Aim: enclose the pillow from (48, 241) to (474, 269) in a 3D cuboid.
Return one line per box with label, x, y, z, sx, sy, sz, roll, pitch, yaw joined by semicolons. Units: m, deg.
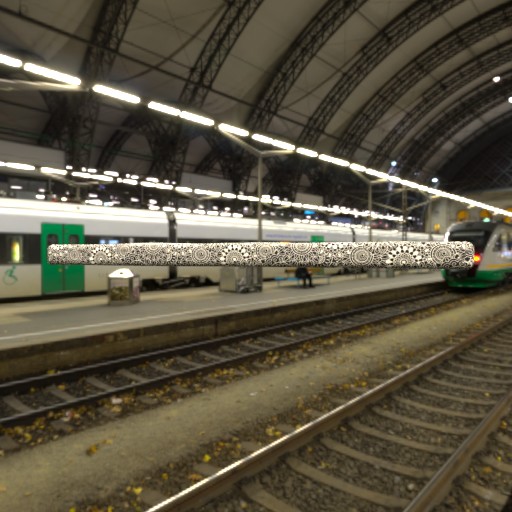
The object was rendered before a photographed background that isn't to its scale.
pillow;0.000;0.000;1.348;1.187;0.081;0.492;0;1;19
